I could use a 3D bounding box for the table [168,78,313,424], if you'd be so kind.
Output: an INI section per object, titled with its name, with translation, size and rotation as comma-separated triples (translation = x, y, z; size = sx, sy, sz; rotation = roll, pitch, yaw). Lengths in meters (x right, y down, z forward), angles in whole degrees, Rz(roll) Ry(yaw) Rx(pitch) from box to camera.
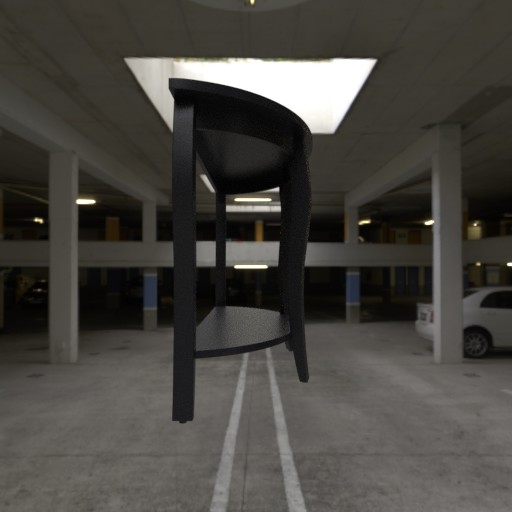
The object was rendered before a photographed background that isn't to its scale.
[table]
translation = 0.000, 0.000, 1.595
size = 0.394, 0.780, 1.219
rotation = 0, -1, 0
